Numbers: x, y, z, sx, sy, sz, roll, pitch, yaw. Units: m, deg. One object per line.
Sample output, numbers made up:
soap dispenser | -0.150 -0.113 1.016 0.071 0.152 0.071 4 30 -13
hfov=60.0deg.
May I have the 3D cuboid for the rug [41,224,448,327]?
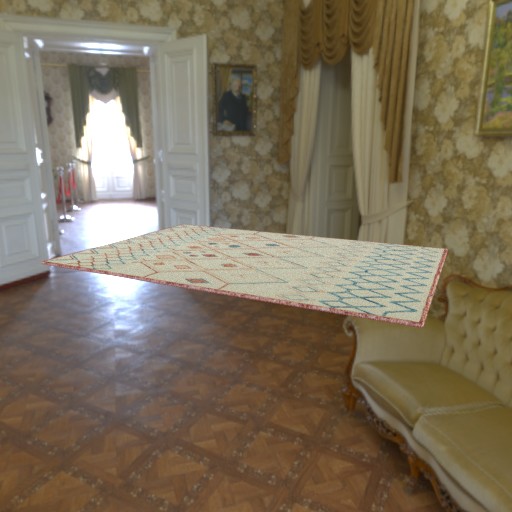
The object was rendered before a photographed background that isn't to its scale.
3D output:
rug | 0.000 0.000 2.380 1.829 0.016 1.219 7 16 25
